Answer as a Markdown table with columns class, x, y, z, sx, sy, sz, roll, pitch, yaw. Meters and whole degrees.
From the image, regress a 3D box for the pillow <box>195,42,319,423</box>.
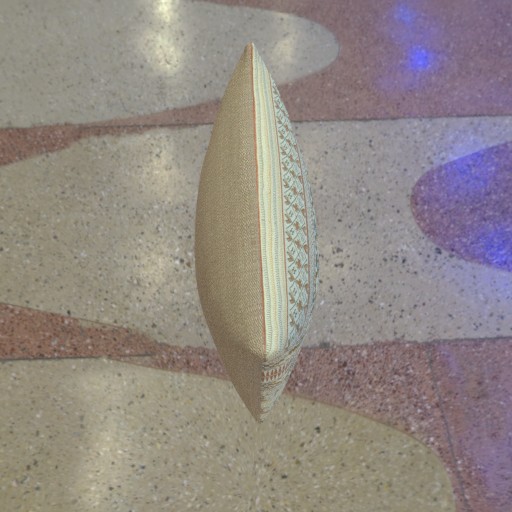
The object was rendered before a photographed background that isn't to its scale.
| class | x | y | z | sx | sy | sz | roll | pitch | yaw |
| --- | --- | --- | --- | --- | --- | --- | --- | --- | --- |
| pillow | 0.000 | 0.000 | 0.820 | 0.215 | 0.519 | 0.521 | -2 | 62 | -1 |
